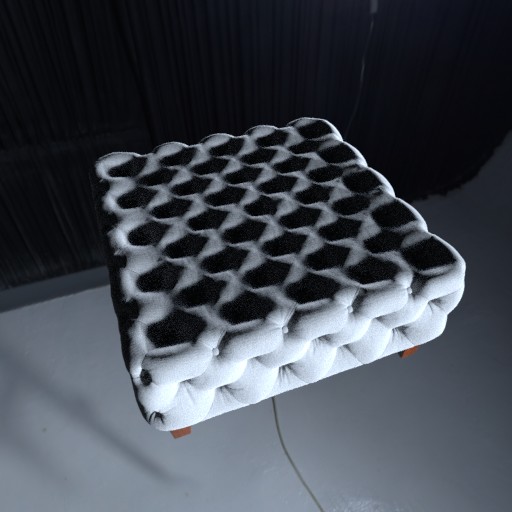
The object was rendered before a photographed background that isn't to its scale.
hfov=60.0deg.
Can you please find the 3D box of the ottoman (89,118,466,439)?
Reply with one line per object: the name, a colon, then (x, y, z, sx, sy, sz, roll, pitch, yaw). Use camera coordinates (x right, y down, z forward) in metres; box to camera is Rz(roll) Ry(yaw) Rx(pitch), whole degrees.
ottoman: (0.000, 0.000, 1.200, 0.764, 0.365, 0.758, -15, 47, -14)
